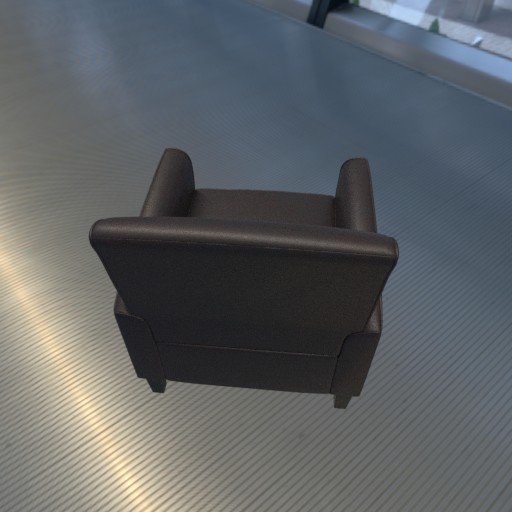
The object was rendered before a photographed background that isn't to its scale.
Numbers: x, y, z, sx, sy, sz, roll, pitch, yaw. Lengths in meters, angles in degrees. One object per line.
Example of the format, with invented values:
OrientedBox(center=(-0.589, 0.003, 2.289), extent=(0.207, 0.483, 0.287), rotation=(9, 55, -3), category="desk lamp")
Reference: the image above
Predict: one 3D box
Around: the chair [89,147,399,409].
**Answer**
OrientedBox(center=(0.000, 0.000, 1.622), extent=(0.820, 0.916, 0.819), rotation=(4, 45, 4), category="chair")
